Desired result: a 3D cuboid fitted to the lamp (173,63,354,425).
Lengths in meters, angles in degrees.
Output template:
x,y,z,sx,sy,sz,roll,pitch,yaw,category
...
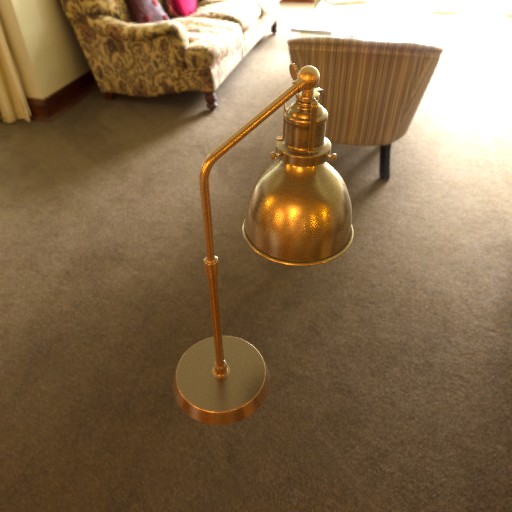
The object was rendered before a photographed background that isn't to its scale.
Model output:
x,y,z,sx,sy,sz,roll,pitch,yaw,category
0.000,0.000,0.581,0.286,0.456,0.153,-25,47,-25,lamp
